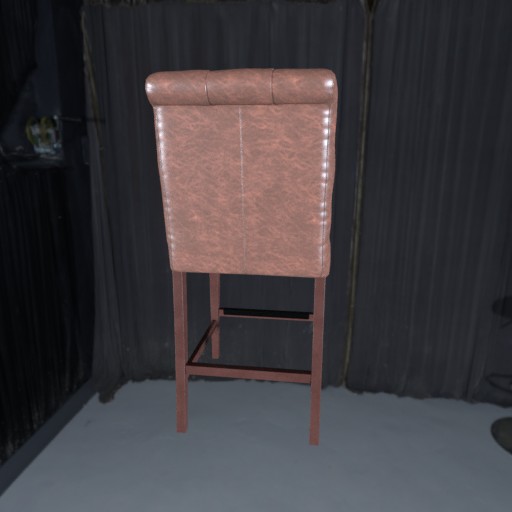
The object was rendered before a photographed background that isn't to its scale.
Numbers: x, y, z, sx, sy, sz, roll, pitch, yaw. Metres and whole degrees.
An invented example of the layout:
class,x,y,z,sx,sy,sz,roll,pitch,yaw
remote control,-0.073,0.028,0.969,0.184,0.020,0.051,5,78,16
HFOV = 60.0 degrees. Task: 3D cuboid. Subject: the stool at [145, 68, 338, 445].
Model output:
class,x,y,z,sx,sy,sz,roll,pitch,yaw
stool,0.000,0.000,1.483,0.486,1.084,0.660,2,15,8
